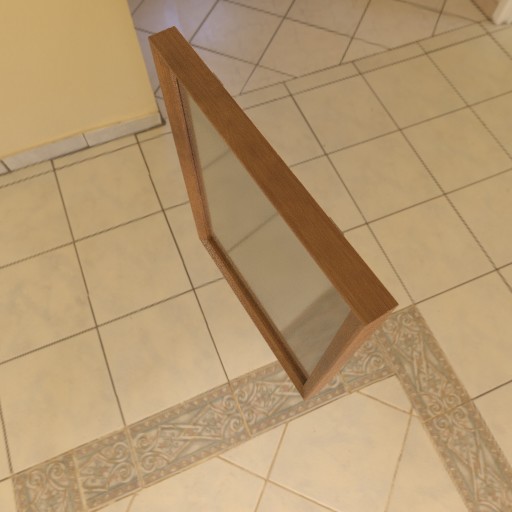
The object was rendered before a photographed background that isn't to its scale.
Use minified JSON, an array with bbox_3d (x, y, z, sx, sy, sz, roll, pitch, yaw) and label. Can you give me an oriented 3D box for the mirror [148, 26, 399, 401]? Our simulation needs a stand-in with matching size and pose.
[{"bbox_3d":[0.000,0.000,0.674,0.041,0.509,0.406,-30,69,-13],"label":"mirror"}]
